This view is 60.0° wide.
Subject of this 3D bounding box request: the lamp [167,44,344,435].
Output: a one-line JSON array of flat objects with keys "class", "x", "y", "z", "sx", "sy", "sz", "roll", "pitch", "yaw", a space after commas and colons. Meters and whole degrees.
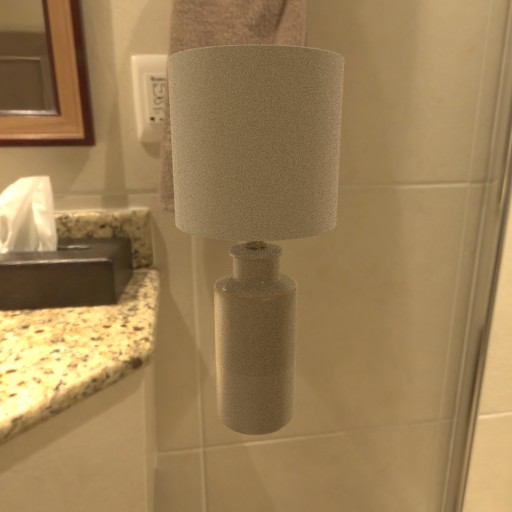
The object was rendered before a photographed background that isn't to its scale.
[{"class": "lamp", "x": 0.000, "y": 0.000, "z": 0.606, "sx": 0.212, "sy": 0.493, "sz": 0.212, "roll": 14, "pitch": 21, "yaw": 41}]
